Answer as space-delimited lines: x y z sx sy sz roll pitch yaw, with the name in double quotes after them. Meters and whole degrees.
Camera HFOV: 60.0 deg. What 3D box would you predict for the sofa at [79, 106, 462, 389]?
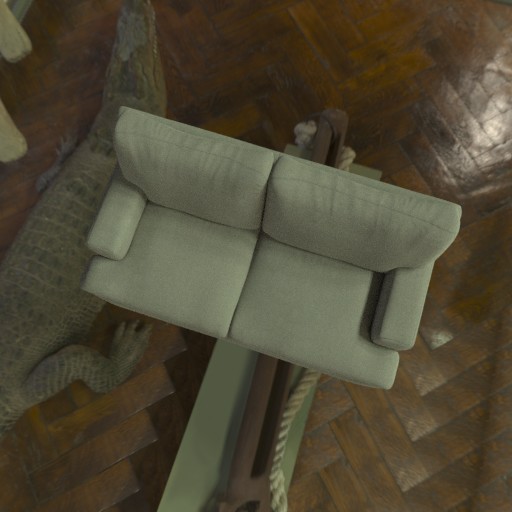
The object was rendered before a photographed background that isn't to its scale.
0.000 0.000 2.440 1.855 0.980 0.962 17 77 4 "sofa"
